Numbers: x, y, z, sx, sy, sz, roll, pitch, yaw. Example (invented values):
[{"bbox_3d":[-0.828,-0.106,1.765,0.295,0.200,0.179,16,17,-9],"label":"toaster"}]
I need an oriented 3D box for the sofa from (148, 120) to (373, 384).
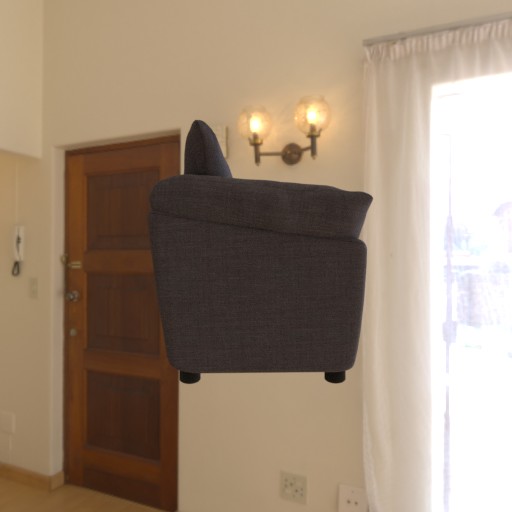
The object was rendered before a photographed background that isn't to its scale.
[{"bbox_3d":[0.000,0.000,2.833,0.883,1.080,2.336,0,0,-1],"label":"sofa"}]
